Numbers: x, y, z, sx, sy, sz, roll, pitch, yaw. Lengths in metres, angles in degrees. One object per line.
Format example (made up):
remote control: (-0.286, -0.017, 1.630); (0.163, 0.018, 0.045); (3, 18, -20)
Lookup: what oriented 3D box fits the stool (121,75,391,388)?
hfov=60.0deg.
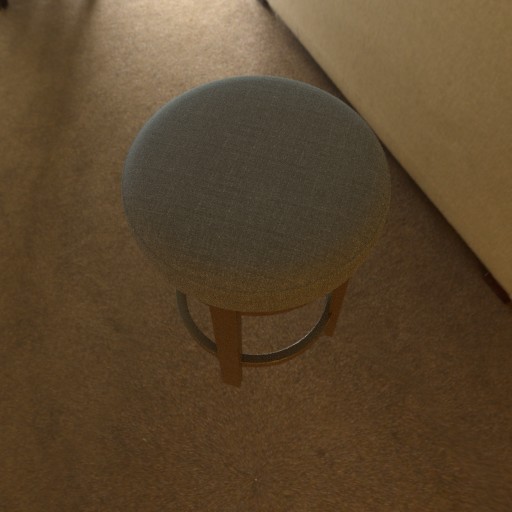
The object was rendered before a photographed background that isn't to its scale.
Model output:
stool: (0.000, 0.000, 0.963); (0.449, 0.655, 0.449); (0, 63, 0)
